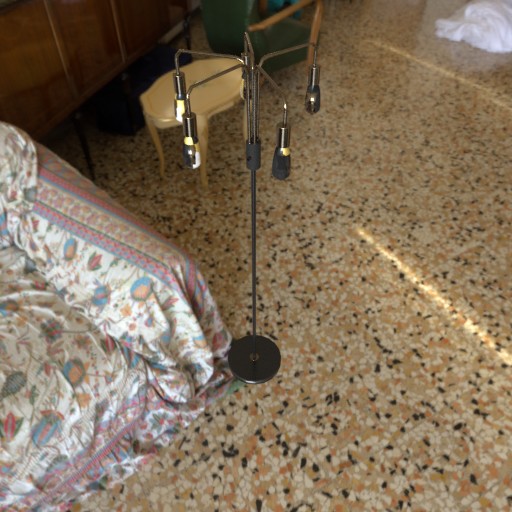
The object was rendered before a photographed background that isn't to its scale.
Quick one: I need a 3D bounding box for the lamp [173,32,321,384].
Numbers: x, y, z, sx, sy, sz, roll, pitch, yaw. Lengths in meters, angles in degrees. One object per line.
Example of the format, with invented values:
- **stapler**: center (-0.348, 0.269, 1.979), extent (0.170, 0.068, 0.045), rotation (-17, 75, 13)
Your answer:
- **lamp**: center (0.000, 0.000, 1.981), extent (0.572, 1.721, 0.599), rotation (-15, 47, -14)
